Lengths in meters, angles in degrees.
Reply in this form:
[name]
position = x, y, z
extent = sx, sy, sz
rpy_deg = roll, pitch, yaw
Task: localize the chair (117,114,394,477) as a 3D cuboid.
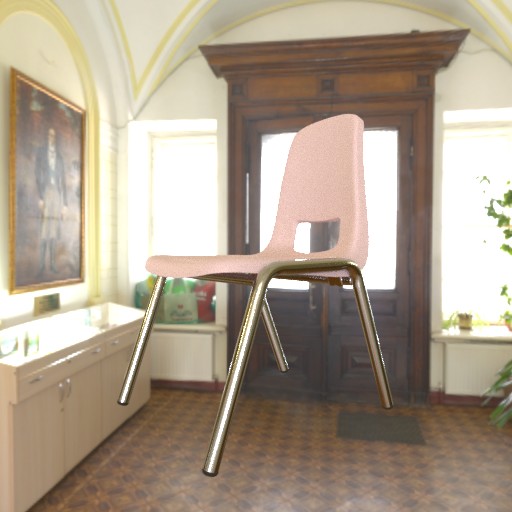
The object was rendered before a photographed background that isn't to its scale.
[chair]
position = 0.000, 0.000, 0.847
extent = 0.423, 0.586, 0.354
rpy_deg = -1, 2, -37
